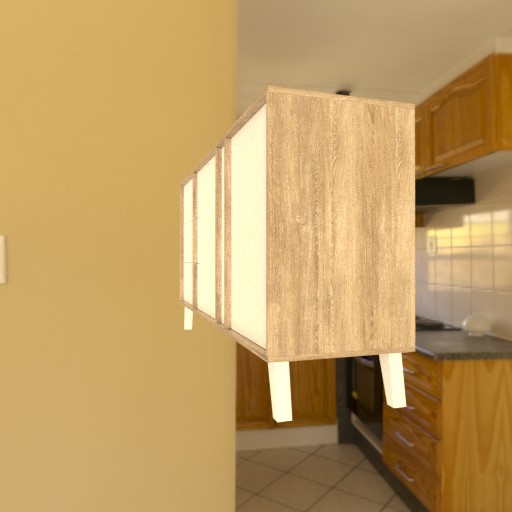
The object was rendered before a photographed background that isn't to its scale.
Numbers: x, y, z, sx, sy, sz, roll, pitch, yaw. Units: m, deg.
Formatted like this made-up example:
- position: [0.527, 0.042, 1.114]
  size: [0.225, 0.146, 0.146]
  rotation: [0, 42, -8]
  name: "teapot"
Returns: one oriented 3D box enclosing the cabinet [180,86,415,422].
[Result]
- position: [0.000, 0.000, 1.971]
  size: [0.450, 0.870, 1.600]
  rotation: [0, 0, -18]
  name: "cabinet"
